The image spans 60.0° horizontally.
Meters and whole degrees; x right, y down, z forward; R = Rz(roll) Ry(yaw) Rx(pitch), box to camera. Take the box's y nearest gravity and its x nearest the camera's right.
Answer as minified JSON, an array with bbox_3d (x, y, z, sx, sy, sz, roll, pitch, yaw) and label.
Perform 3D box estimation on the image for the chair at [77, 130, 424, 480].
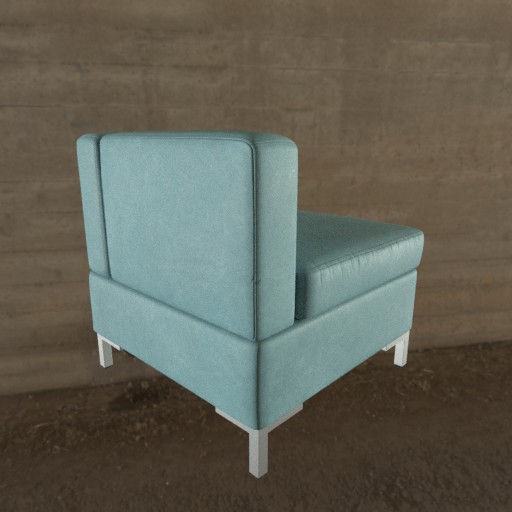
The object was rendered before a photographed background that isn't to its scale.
[{"bbox_3d":[0.000,0.000,1.217,0.680,0.660,0.680,14,21,42],"label":"chair"}]
